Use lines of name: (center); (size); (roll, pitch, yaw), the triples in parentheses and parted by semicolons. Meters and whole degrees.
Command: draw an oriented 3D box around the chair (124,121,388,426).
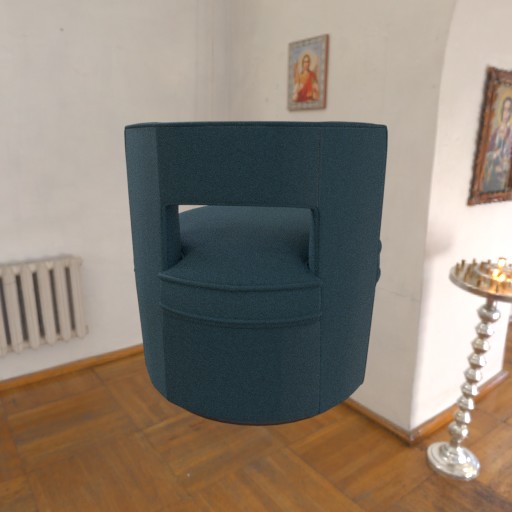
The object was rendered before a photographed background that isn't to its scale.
chair: (0.000, 0.000, 1.249); (0.684, 0.711, 0.660); (2, 15, 8)
